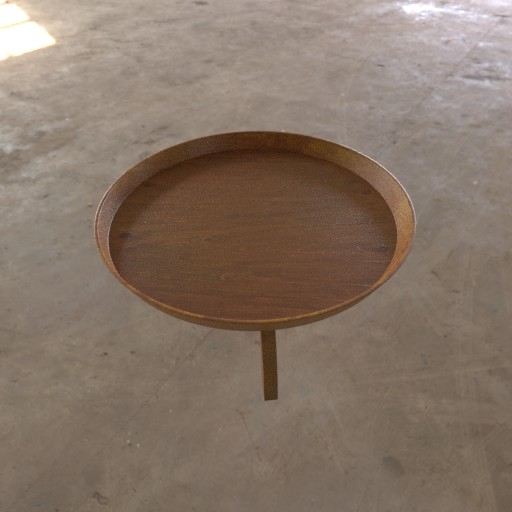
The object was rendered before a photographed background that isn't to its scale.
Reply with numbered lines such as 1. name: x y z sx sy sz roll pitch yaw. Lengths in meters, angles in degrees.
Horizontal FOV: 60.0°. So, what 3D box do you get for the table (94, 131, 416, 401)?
1. table: 0.000 0.000 1.591 1.016 0.470 1.016 0 42 0
